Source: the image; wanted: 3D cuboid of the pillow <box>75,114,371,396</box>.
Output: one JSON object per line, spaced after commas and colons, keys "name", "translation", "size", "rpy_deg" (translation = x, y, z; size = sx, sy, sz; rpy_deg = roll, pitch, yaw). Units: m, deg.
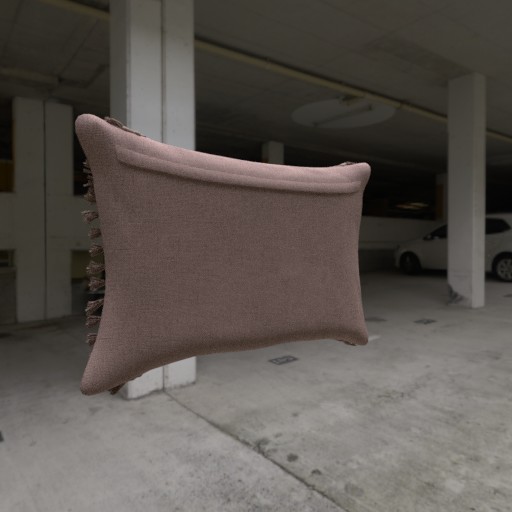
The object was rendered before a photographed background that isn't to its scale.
{"name": "pillow", "translation": [0.000, 0.000, 0.600], "size": [0.466, 0.305, 0.084], "rpy_deg": [-1, 1, -36]}
